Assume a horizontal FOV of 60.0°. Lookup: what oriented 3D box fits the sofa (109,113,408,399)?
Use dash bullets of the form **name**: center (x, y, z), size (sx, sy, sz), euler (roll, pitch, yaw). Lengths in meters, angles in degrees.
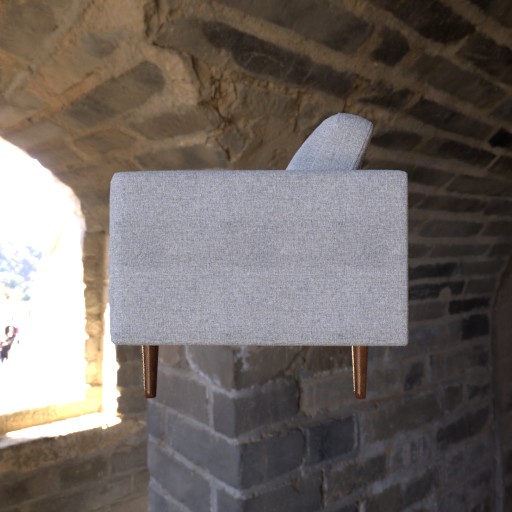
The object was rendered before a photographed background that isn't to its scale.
- **sofa**: center (0.000, 0.000, 2.142), size (0.969, 0.973, 1.527), euler (0, 0, 1)
